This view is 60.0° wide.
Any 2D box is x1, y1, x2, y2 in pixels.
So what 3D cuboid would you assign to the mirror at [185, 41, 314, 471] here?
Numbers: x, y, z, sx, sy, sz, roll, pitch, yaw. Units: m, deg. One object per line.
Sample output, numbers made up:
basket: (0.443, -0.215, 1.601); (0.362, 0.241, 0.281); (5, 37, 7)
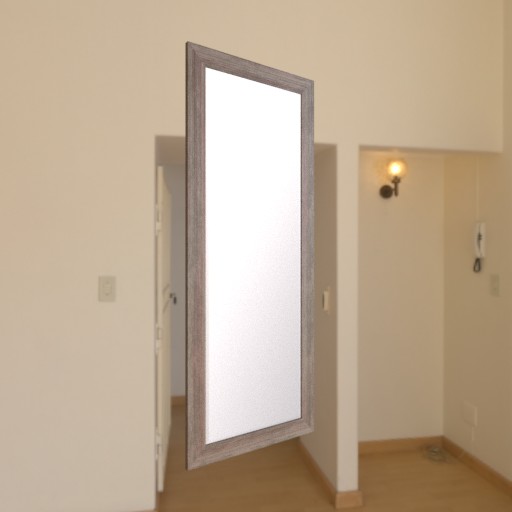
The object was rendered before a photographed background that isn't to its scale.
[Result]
mirror: (0.000, 0.000, 2.343); (0.812, 2.032, 0.025); (0, 0, -36)
